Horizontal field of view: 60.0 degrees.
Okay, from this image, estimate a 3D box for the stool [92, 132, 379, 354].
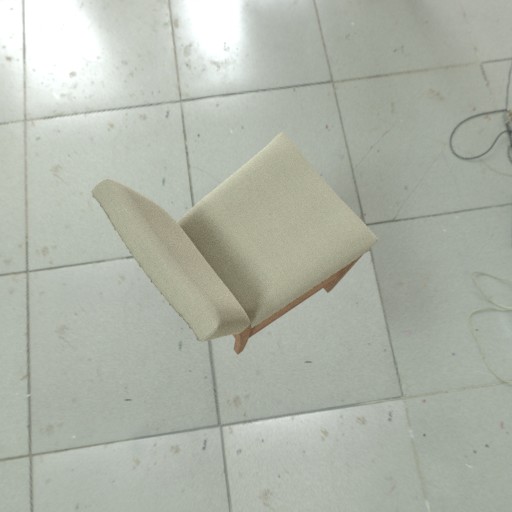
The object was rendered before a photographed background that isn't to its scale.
[{"bbox_3d":[0.000,0.000,1.405,0.546,1.143,0.428,-37,78,-9],"label":"stool"}]
